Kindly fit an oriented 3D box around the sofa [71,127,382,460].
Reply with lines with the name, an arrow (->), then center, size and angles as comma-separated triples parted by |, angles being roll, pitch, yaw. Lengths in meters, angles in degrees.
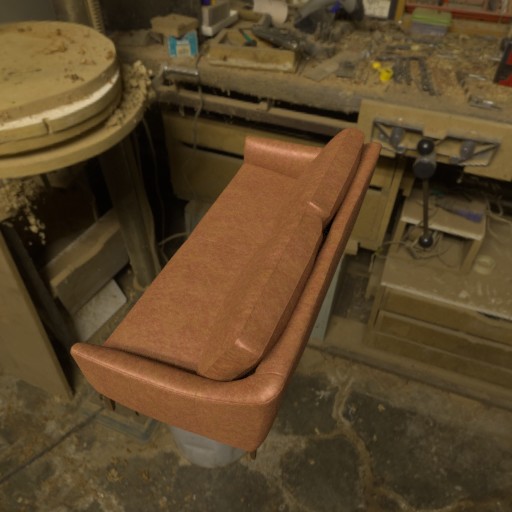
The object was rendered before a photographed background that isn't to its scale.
sofa -> 0.000, 0.000, 2.590 | 0.981, 0.945, 2.036 | 17, 48, 16
